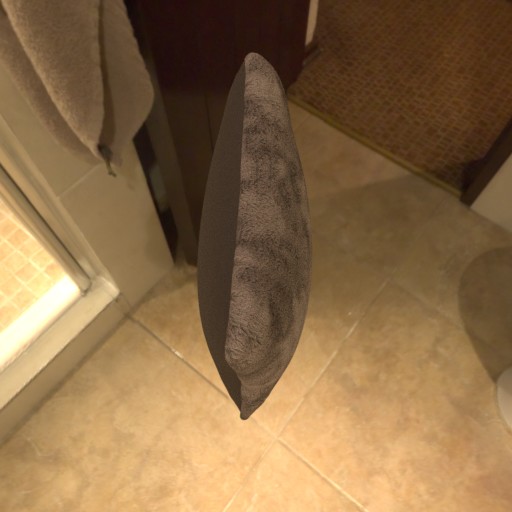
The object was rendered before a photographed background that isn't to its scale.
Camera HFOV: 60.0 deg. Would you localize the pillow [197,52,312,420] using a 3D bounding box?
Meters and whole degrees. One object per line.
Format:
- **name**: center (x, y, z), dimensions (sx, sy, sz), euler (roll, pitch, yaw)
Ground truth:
- **pillow**: center (0.000, 0.000, 0.826), dimensions (0.204, 0.520, 0.522), euler (1, 63, 1)
